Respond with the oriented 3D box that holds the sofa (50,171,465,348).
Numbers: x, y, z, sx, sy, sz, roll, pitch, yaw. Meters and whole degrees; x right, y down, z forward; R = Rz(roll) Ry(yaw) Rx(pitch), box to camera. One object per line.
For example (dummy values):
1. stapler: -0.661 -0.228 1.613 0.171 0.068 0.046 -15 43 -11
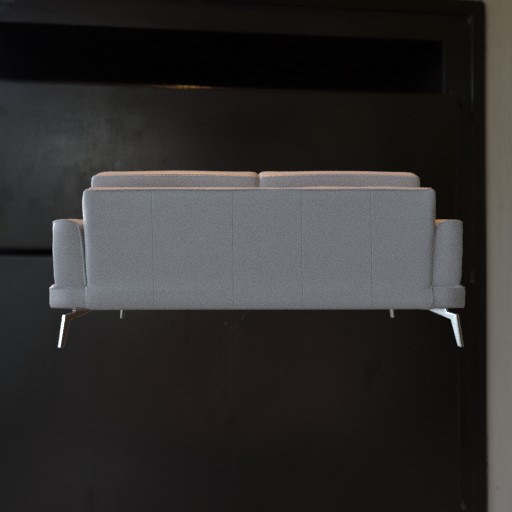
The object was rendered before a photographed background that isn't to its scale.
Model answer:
1. sofa: 0.000 0.000 2.780 2.177 0.930 1.121 0 0 -1
